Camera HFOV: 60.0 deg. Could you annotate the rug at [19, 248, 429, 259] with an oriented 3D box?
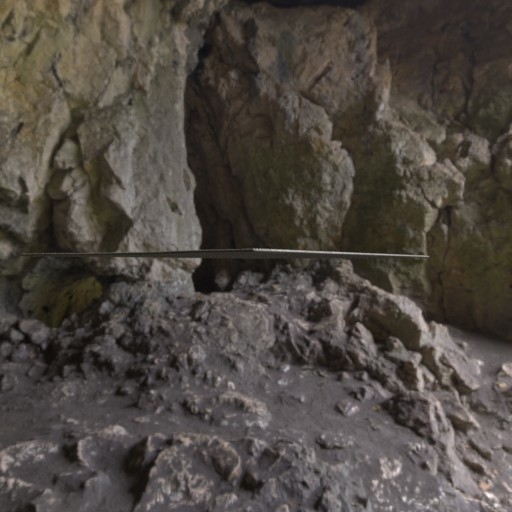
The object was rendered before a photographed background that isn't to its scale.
[{"bbox_3d":[0.000,0.000,2.909,1.606,0.017,2.270,-1,-1,36],"label":"rug"}]
